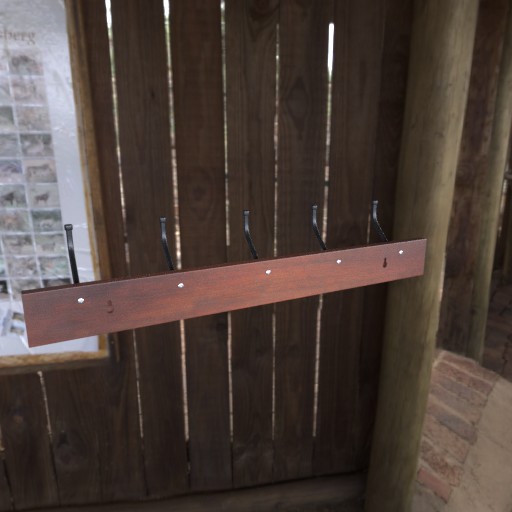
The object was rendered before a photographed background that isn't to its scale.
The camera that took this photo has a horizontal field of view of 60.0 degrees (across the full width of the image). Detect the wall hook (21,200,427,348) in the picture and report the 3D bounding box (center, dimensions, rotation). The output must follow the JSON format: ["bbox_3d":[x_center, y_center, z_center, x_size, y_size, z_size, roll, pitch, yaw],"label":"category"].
[{"bbox_3d":[0.000,0.000,0.607,0.571,0.117,0.071,-7,16,-26],"label":"wall hook"}]
